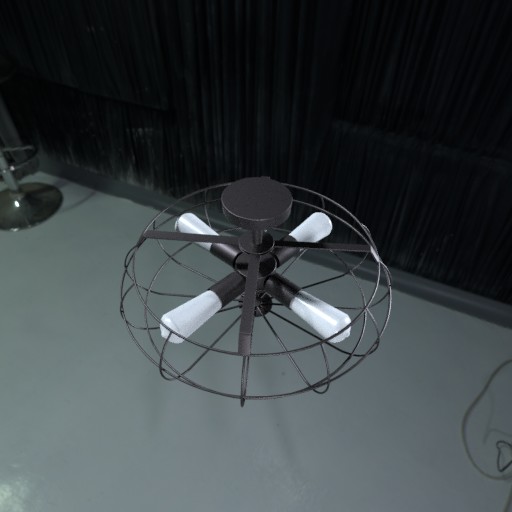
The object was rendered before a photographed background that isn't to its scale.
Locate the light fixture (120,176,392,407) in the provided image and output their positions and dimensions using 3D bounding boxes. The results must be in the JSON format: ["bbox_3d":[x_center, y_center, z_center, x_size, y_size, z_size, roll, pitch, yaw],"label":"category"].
[{"bbox_3d":[0.000,0.000,0.931,0.582,0.311,0.582,0,45,0],"label":"light fixture"}]
